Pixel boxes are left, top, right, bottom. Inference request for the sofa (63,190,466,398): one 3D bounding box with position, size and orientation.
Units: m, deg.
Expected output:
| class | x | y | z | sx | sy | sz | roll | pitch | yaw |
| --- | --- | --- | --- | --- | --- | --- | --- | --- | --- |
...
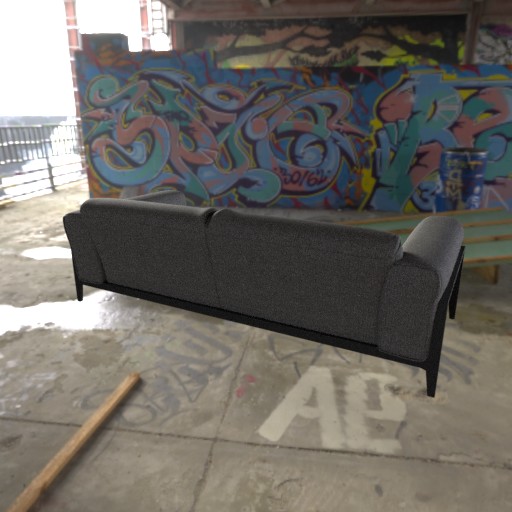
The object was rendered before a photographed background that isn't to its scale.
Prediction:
| class | x | y | z | sx | sy | sz | roll | pitch | yaw |
| --- | --- | --- | --- | --- | --- | --- | --- | --- | --- |
| sofa | 0.000 | 0.000 | 2.558 | 2.125 | 0.703 | 0.985 | 9 | 20 | 27 |
